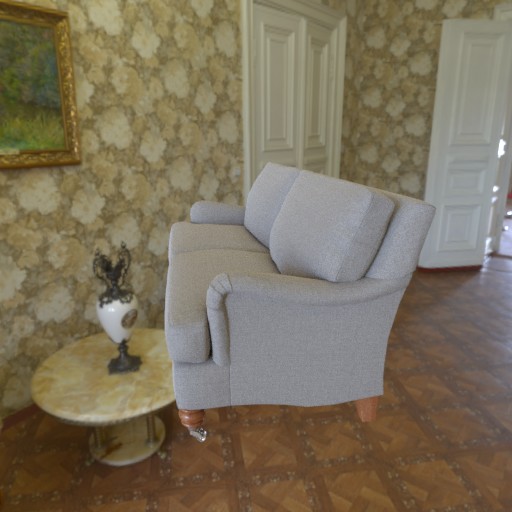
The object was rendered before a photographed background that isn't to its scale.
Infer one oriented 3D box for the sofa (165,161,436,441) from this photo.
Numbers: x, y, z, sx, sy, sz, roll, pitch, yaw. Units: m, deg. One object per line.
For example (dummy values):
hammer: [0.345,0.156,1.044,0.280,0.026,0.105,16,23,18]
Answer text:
sofa: [0.000,0.000,2.754,1.087,1.054,2.160,-3,15,-10]
